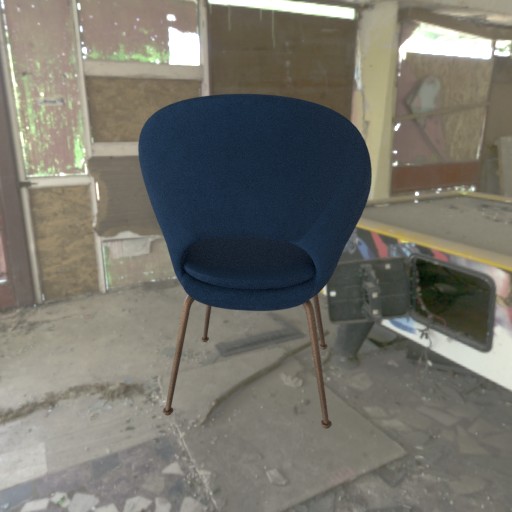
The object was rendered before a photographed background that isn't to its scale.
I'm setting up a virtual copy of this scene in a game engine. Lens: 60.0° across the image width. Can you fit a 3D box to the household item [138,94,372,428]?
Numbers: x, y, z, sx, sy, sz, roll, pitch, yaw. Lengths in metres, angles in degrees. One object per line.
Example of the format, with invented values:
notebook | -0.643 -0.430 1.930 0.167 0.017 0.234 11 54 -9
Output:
household item | 0.000 0.000 1.286 0.623 0.852 0.573 2 17 7
